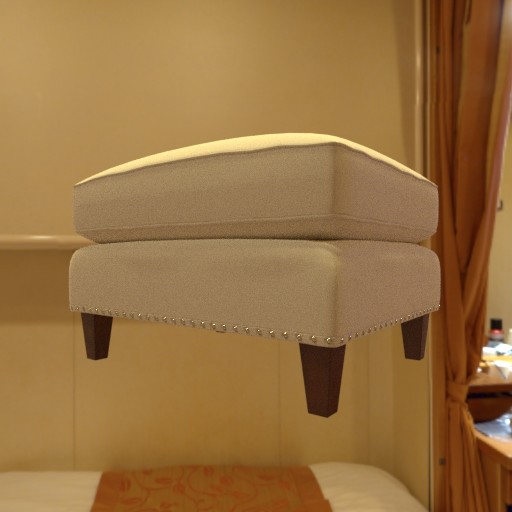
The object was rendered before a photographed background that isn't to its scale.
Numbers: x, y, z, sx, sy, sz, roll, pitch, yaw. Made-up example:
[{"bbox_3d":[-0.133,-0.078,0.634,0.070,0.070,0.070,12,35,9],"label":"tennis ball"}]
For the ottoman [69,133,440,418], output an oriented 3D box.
[{"bbox_3d":[0.000,0.000,1.109,0.741,0.513,0.584,0,0,37],"label":"ottoman"}]
